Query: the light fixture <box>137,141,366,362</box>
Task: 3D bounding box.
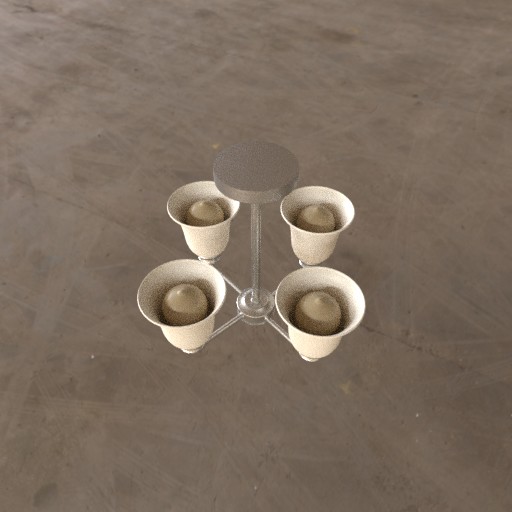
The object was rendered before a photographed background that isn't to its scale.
[{"bbox_3d":[0.000,0.000,0.752,0.427,0.370,0.427,-32,54,-27],"label":"light fixture"}]
